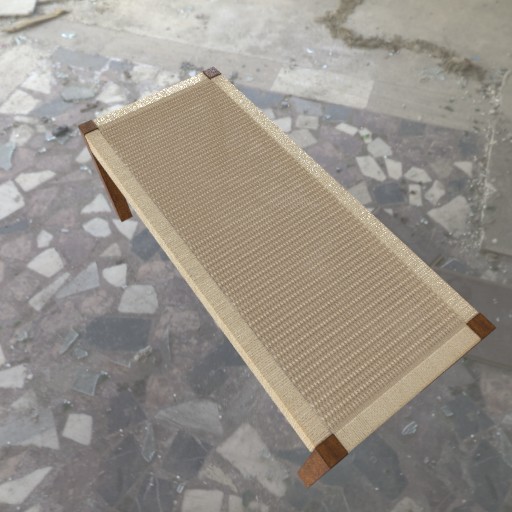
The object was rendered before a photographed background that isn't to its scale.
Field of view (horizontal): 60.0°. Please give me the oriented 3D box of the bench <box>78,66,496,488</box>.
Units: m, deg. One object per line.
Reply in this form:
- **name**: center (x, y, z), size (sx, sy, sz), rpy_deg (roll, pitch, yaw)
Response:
- **bench**: center (0.000, 0.000, 1.396), size (0.507, 0.457, 1.198), rpy_deg (-32, 63, -18)
